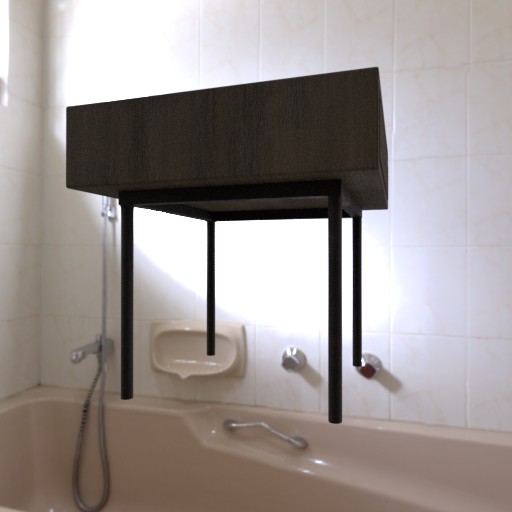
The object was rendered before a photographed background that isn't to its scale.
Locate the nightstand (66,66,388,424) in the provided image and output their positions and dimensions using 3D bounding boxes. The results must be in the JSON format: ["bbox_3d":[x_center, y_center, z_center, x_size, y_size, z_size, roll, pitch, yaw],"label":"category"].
[{"bbox_3d":[0.000,0.000,0.896,0.503,0.497,0.502,0,0,18],"label":"nightstand"}]
